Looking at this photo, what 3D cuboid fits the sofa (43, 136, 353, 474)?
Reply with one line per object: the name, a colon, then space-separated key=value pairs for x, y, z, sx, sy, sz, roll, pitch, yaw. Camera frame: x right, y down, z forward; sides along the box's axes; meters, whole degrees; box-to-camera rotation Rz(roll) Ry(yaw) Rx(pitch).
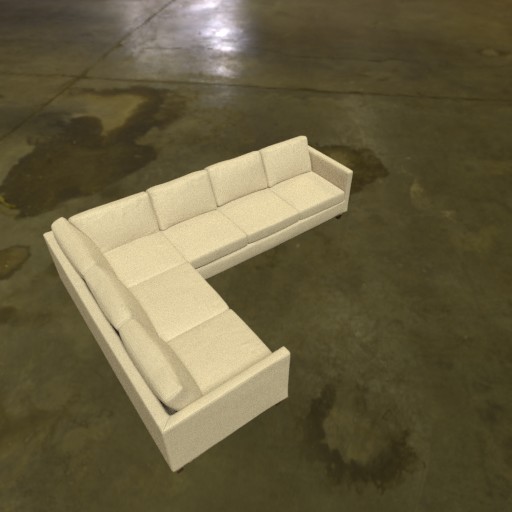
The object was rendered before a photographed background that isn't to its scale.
sofa: x=0.000 y=0.000 z=4.262 sx=3.182 sy=0.863 sz=2.432 roll=-26 pitch=47 yaw=-27
